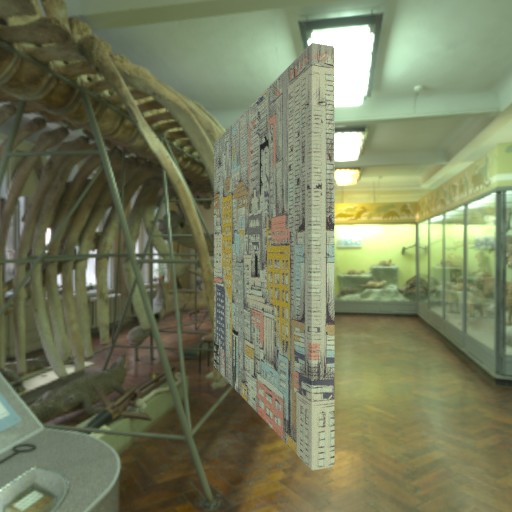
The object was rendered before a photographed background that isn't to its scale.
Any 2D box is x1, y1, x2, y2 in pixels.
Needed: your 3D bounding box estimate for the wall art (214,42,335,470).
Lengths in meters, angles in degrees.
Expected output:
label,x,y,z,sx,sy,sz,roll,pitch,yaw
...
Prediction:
label,x,y,z,sx,sy,sz,roll,pitch,yaw
wall art,0.000,0.000,1.151,0.048,0.762,0.761,0,0,-19
